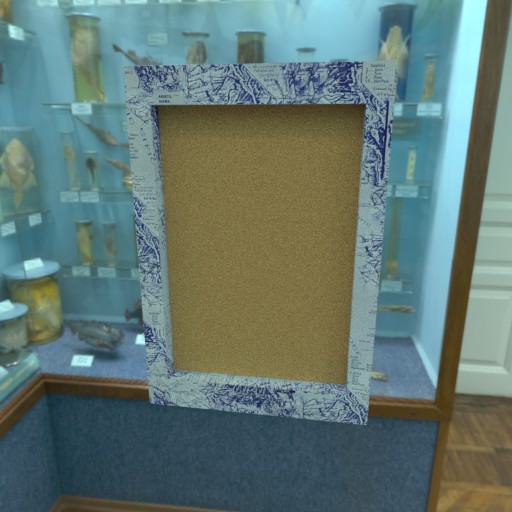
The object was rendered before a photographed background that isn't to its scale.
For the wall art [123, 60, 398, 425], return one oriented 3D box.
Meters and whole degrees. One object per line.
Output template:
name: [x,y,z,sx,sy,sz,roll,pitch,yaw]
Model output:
wall art: [0.000,0.000,0.471,0.255,0.376,0.025,3,17,9]
